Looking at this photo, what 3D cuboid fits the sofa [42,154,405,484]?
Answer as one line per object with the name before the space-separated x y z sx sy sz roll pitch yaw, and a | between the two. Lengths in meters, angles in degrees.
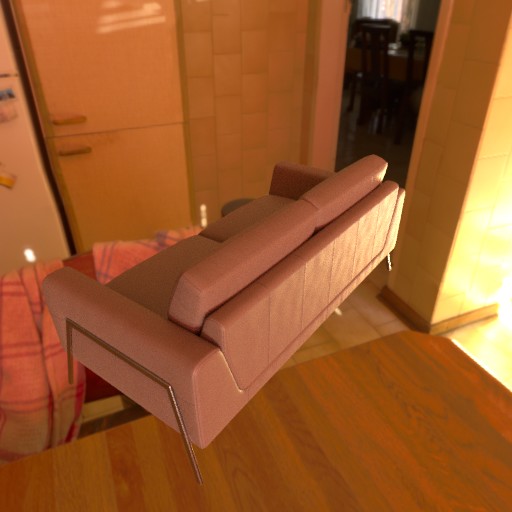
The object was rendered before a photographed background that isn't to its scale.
sofa | 0.000 0.000 2.518 0.953 0.875 2.017 21 37 31
